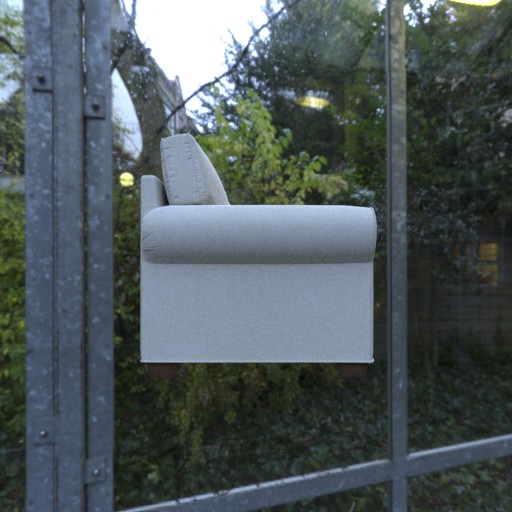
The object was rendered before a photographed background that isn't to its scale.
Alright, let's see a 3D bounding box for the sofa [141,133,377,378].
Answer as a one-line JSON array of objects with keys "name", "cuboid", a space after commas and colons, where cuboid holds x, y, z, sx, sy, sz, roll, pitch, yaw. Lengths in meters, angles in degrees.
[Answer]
[{"name": "sofa", "cuboid": [0.000, 0.000, 2.680, 0.901, 0.962, 2.146, 0, -1, 0]}]
